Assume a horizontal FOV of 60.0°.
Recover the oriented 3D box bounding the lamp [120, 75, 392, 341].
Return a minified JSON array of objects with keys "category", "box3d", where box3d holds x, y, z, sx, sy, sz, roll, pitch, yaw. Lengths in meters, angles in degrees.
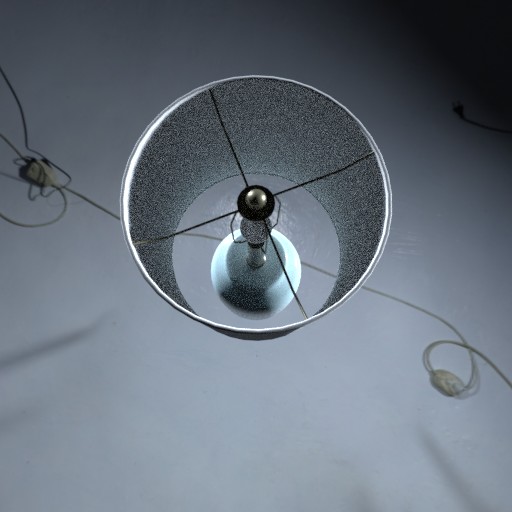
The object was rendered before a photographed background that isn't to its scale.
[{"category":"lamp","box3d":[0.000,0.000,1.106,0.418,0.871,0.418,16,78,3]}]
